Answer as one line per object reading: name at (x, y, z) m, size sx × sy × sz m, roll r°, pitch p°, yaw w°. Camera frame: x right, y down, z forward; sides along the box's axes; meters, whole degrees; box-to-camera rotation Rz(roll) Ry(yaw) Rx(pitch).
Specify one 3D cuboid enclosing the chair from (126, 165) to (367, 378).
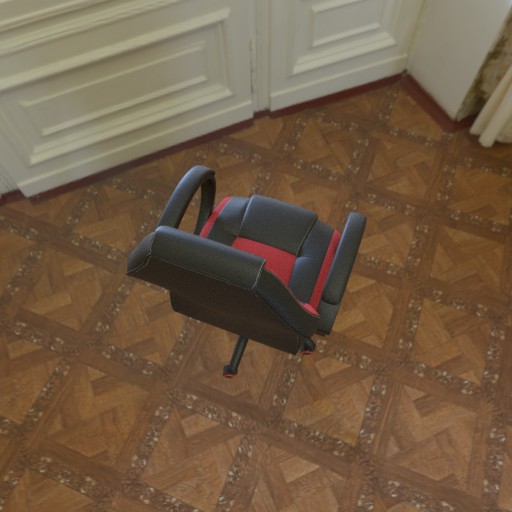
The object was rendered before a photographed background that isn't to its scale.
chair at (0.000, 0.000, 1.619) m, size 0.673 × 1.187 × 0.724 m, roll 18°, pitch 64°, yaw 9°
